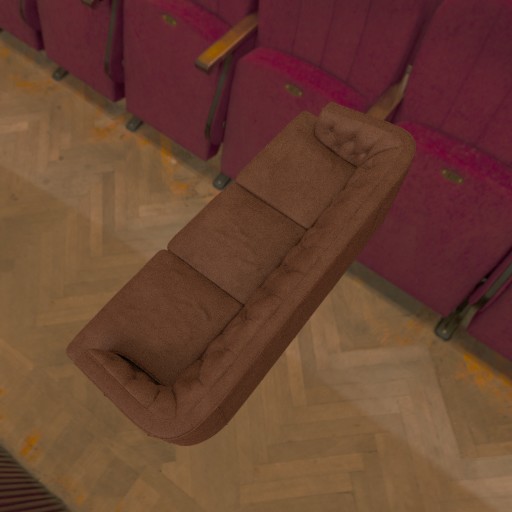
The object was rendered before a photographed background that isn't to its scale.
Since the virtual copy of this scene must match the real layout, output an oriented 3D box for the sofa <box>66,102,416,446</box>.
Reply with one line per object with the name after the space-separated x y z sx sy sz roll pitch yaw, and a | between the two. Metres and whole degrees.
0.000 0.000 2.682 0.927 0.787 2.227 35 68 16 | sofa
